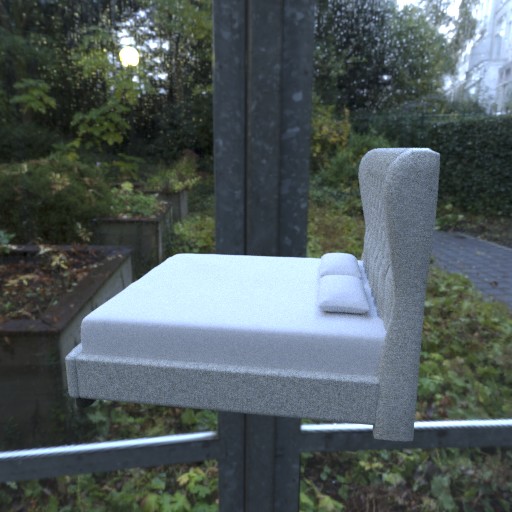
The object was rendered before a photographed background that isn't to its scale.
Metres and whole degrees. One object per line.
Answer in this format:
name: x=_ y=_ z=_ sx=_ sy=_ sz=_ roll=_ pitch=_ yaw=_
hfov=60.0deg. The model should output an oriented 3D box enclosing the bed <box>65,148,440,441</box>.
bed: x=0.000 y=0.000 z=3.749 sx=2.347 sy=1.771 sz=2.219 roll=2 pitch=14 yaw=9
